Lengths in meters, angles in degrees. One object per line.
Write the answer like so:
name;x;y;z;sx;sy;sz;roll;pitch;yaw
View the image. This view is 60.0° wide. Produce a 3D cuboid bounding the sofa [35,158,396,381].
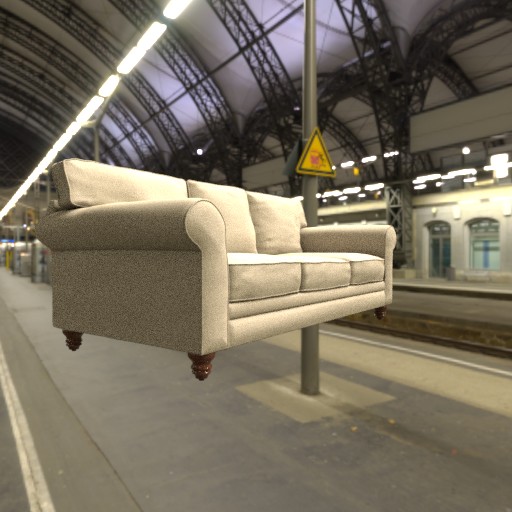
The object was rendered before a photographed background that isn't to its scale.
sofa;0.000;0.000;2.582;0.998;0.889;2.118;0;1;36
